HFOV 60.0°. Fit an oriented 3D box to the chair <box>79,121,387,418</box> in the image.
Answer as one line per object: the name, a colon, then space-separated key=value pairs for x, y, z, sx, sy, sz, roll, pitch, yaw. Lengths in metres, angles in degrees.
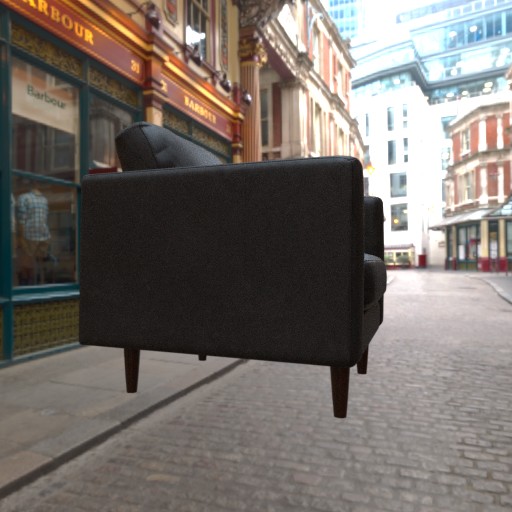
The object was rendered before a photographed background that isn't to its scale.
chair: x=0.000 y=0.000 z=1.588 sx=0.879 sy=0.898 sz=0.831 roll=0 pitch=-1 yaw=20
